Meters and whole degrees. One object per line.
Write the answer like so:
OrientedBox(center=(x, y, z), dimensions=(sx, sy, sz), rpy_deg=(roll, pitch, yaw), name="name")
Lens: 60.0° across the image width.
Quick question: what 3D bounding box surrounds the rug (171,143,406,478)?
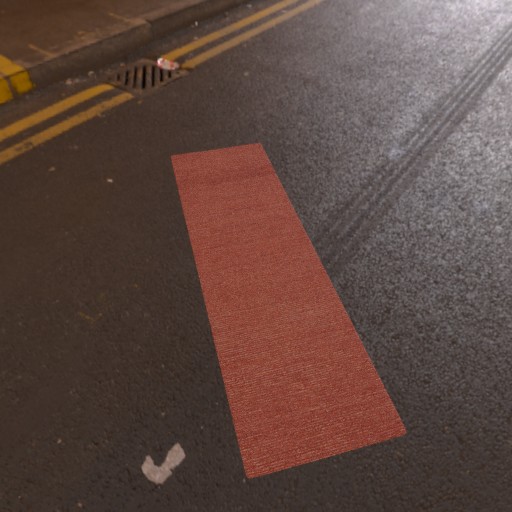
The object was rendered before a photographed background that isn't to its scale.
OrientedBox(center=(0.000, 0.000, 2.549), dimensions=(0.687, 0.012, 2.307), rpy_deg=(-11, 47, -10), name="rug")
